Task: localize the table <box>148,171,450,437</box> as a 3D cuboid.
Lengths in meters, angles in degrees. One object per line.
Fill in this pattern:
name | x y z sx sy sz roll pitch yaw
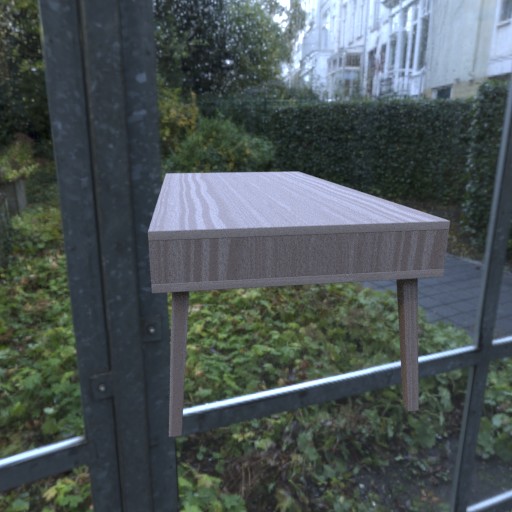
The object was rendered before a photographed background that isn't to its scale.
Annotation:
table | 0.000 0.000 1.482 0.600 0.450 1.200 -3 16 -9
